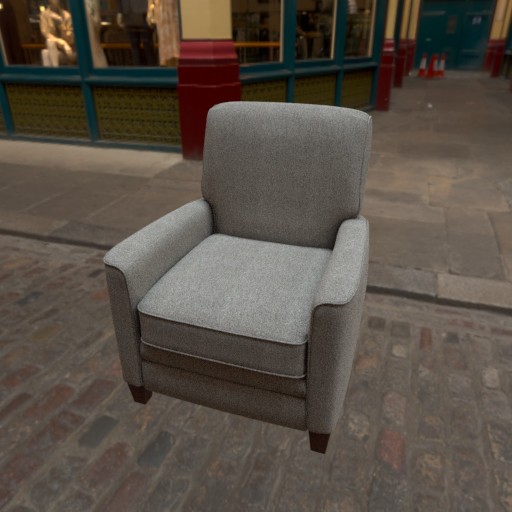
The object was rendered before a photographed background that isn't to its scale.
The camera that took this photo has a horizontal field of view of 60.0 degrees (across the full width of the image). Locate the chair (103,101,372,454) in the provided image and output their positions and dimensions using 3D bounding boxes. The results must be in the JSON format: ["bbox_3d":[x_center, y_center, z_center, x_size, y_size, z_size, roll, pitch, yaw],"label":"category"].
[{"bbox_3d":[0.000,0.000,1.700,0.841,1.028,0.858,9,28,16],"label":"chair"}]
